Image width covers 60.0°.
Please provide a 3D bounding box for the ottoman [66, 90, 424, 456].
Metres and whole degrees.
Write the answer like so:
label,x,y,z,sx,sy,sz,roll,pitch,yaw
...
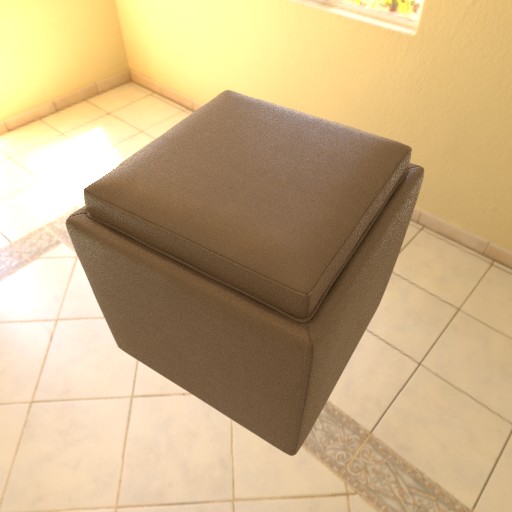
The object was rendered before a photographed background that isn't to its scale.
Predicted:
label,x,y,z,sx,sy,sz,roll,pitch,yaw
ottoman,0.000,0.000,0.845,0.451,0.460,0.450,25,51,21
